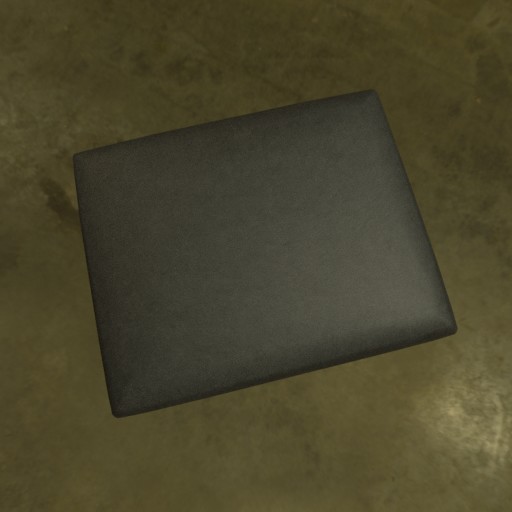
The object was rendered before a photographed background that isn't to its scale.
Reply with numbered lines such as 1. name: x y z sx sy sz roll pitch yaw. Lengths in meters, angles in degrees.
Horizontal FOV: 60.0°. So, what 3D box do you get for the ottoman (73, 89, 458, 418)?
1. ottoman: 0.000 0.000 1.803 1.187 0.696 0.967 -13 77 -3
